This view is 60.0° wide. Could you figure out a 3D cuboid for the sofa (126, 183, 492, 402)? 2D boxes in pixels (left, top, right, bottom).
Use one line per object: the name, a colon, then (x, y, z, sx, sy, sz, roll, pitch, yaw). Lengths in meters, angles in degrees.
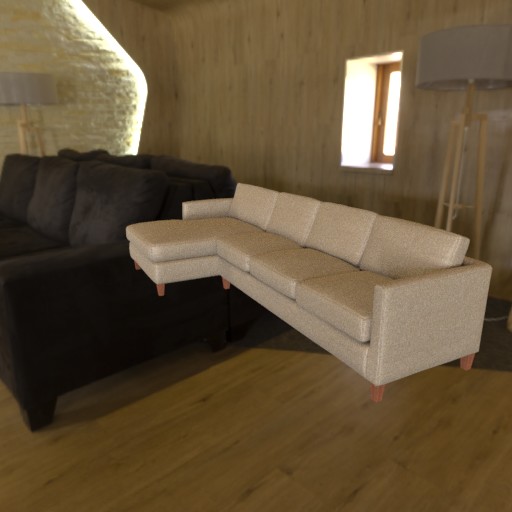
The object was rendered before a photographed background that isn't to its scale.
sofa: (0.000, 0.000, 3.666, 1.502, 0.876, 3.201, -8, 17, -26)
